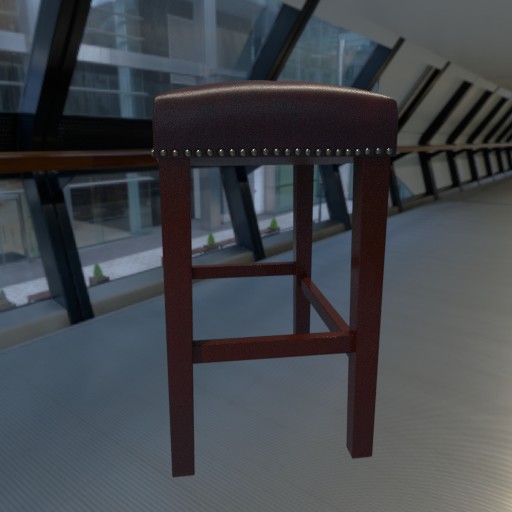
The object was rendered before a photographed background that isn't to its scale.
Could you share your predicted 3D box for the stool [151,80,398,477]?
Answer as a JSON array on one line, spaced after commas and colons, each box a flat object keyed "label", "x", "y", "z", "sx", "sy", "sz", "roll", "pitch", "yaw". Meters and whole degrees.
[{"label": "stool", "x": 0.000, "y": 0.000, "z": 0.946, "sx": 0.372, "sy": 0.657, "sz": 0.504, "roll": -2, "pitch": 16, "yaw": -8}]
